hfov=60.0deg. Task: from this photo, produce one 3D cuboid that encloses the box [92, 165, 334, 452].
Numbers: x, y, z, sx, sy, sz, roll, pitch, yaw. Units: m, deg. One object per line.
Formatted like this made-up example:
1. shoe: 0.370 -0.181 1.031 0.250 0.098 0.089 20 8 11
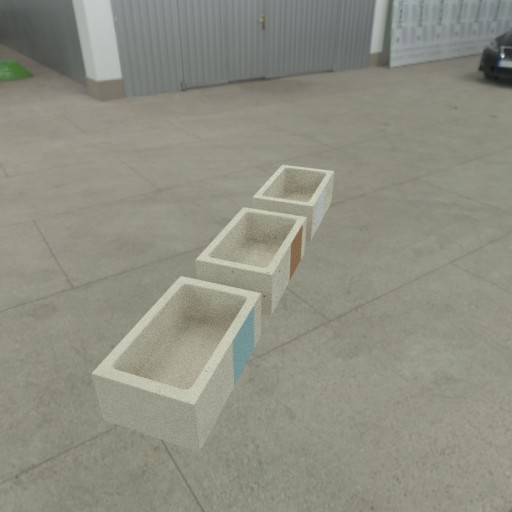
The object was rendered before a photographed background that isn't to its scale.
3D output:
1. box: 0.000 0.000 0.501 0.082 0.051 0.461 11 33 17
